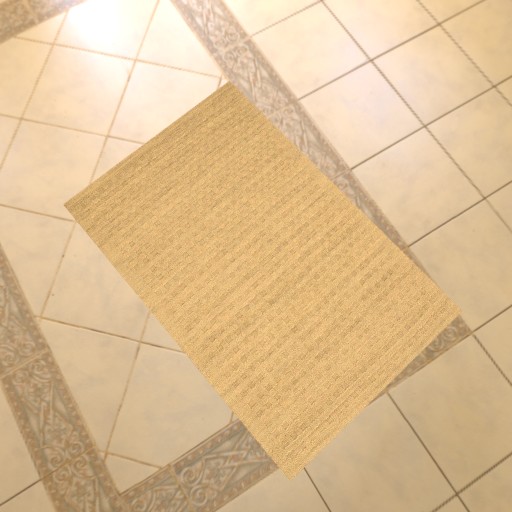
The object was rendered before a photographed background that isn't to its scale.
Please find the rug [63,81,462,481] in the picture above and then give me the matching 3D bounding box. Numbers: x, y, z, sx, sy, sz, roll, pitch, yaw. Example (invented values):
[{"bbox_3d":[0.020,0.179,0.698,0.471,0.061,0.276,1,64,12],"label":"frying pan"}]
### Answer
[{"bbox_3d":[0.000,0.000,2.241,1.142,0.006,1.752,-40,78,-10],"label":"rug"}]
